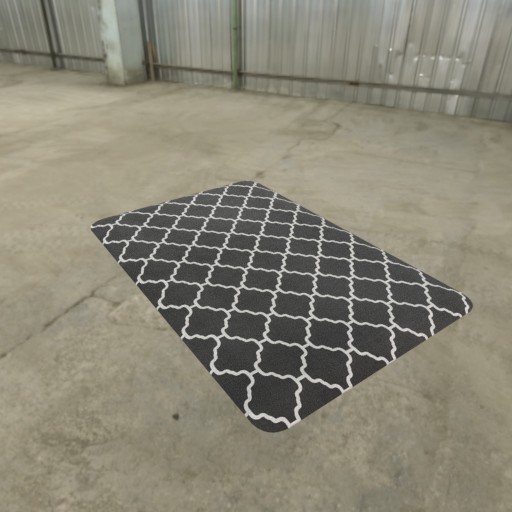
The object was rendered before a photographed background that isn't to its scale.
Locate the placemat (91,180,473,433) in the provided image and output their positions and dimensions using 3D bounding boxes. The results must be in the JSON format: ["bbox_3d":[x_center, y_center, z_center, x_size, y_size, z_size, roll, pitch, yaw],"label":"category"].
[{"bbox_3d":[0.000,0.000,0.976,0.508,0.021,0.762,-21,38,-30],"label":"placemat"}]
